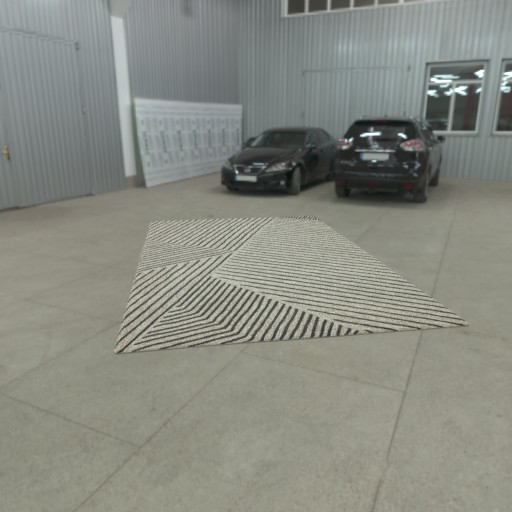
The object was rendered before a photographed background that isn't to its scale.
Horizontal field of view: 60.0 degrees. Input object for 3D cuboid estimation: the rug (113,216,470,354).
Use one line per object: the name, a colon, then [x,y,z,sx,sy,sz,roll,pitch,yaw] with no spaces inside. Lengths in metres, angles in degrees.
rug: [0.000,0.000,2.985,1.539,0.023,2.406,-3,17,-9]
